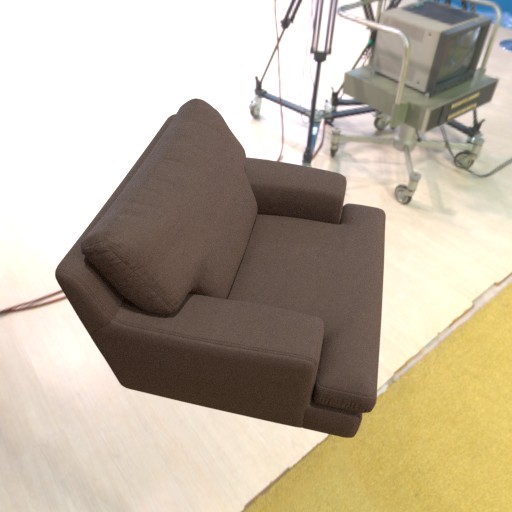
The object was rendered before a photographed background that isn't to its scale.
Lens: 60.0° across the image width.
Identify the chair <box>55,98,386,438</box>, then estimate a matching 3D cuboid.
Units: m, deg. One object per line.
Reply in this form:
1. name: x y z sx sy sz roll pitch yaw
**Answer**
1. chair: 0.000 0.000 1.973 1.143 0.940 1.168 10 47 9
